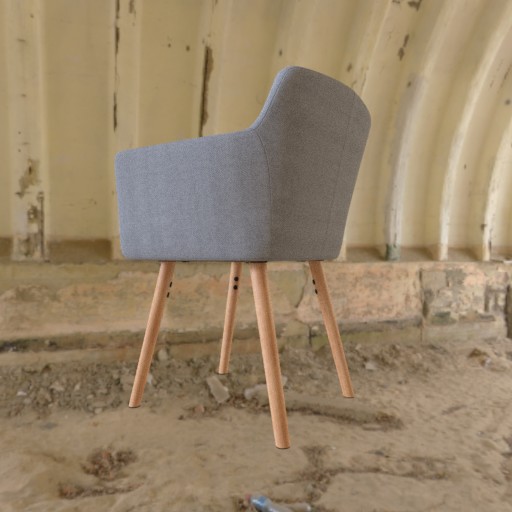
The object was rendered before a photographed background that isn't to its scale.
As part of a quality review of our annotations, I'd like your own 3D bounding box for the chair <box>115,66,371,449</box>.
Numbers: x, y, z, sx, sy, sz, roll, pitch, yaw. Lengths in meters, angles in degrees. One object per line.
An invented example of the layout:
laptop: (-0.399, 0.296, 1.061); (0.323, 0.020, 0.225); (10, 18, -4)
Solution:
chair: (0.000, 0.000, 1.166); (0.540, 0.780, 0.570); (0, 0, 33)
